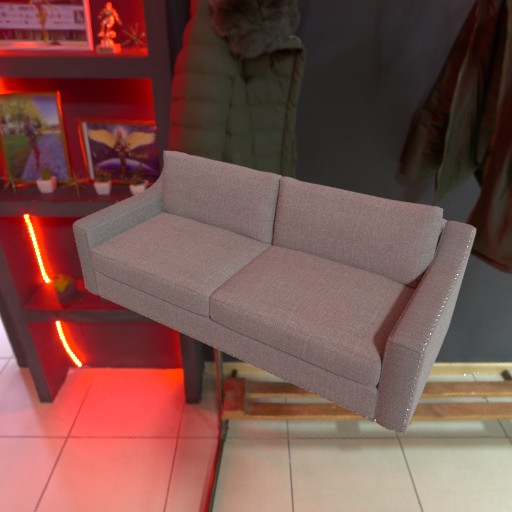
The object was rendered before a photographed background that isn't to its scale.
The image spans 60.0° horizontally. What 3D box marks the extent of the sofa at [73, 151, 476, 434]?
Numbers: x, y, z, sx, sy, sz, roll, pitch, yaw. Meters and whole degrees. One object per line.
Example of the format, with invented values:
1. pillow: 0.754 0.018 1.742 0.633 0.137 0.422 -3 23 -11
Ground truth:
1. sofa: 0.000 0.000 2.689 2.208 0.857 1.000 18 34 28
